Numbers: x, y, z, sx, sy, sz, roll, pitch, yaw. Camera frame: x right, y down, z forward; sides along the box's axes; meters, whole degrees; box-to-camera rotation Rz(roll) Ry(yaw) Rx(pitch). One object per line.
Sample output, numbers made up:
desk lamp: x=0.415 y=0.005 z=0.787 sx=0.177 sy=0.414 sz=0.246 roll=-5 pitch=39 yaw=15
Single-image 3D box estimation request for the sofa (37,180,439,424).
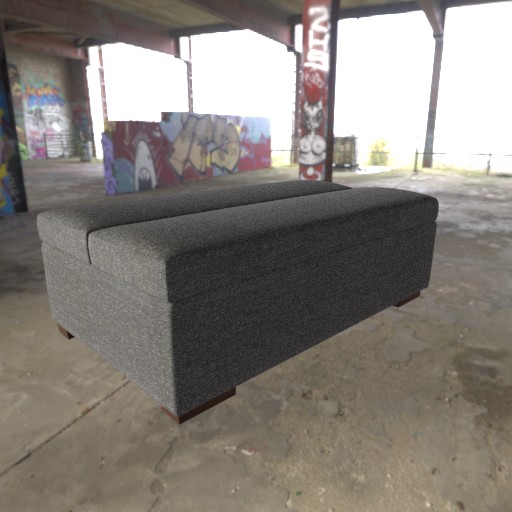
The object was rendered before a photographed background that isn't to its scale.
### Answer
sofa: x=0.000 y=0.000 z=1.574 sx=1.198 sy=0.417 sz=0.782 roll=-15 pitch=22 yaw=-42
